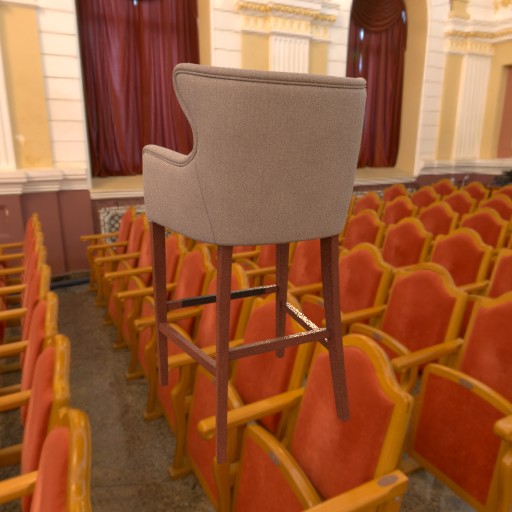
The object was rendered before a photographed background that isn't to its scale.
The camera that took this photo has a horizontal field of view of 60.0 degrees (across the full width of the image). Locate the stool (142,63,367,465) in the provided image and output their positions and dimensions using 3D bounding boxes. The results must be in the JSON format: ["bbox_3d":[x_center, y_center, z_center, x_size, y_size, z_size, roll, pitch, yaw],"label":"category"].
[{"bbox_3d":[0.000,0.000,1.397,0.575,1.047,0.575,-7,16,-26],"label":"stool"}]
